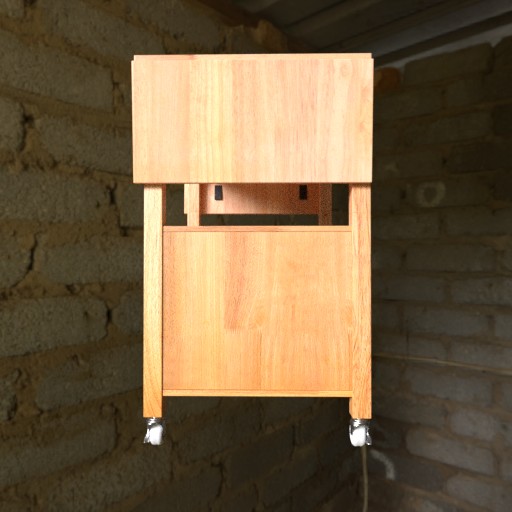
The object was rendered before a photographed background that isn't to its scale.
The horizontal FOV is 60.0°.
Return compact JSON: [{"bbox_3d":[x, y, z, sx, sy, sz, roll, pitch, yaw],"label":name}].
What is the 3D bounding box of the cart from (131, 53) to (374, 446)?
[{"bbox_3d":[0.000,0.000,1.225,0.508,0.838,0.640,0,-1,1],"label":"cart"}]
